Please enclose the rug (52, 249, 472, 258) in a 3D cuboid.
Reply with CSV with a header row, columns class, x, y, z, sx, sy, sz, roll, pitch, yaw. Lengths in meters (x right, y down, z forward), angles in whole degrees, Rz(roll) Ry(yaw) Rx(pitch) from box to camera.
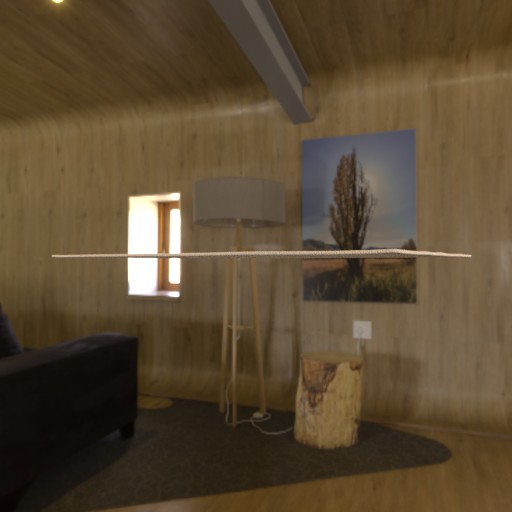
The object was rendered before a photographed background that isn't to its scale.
class,x,y,z,sx,sy,sz,roll,pitch,yaw
rug,0.000,0.000,3.066,2.459,0.023,1.575,-1,-1,36
